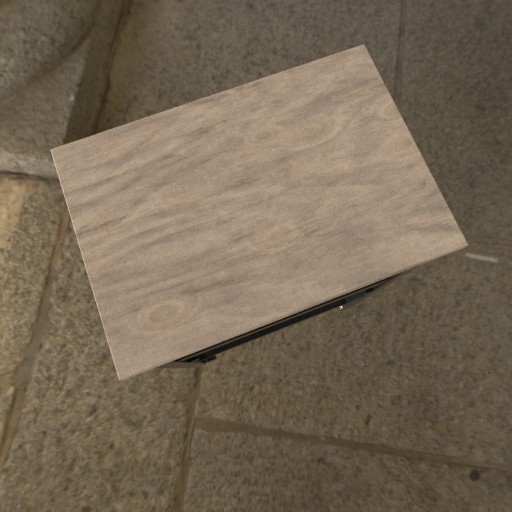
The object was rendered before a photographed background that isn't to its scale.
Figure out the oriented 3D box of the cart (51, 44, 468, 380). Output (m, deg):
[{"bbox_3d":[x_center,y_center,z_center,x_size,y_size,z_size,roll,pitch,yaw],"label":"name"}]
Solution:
[{"bbox_3d":[0.000,0.000,1.127,0.584,0.839,0.403,-20,77,-5],"label":"cart"}]
